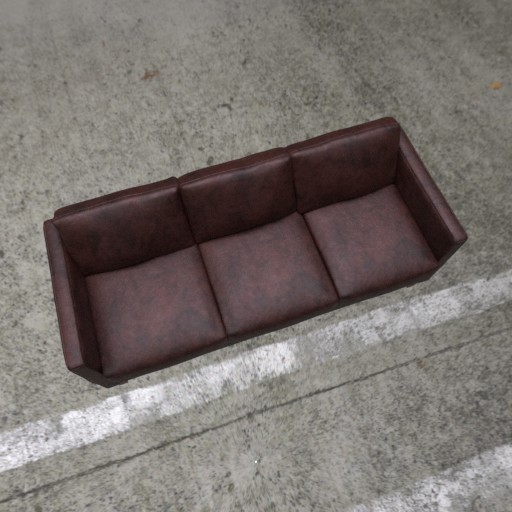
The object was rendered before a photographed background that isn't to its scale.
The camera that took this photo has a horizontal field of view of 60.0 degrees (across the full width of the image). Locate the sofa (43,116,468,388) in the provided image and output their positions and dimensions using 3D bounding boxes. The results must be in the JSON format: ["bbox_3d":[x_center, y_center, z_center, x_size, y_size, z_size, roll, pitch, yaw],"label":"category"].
[{"bbox_3d":[0.000,0.000,2.984,2.464,1.006,1.045,-17,66,-8],"label":"sofa"}]
